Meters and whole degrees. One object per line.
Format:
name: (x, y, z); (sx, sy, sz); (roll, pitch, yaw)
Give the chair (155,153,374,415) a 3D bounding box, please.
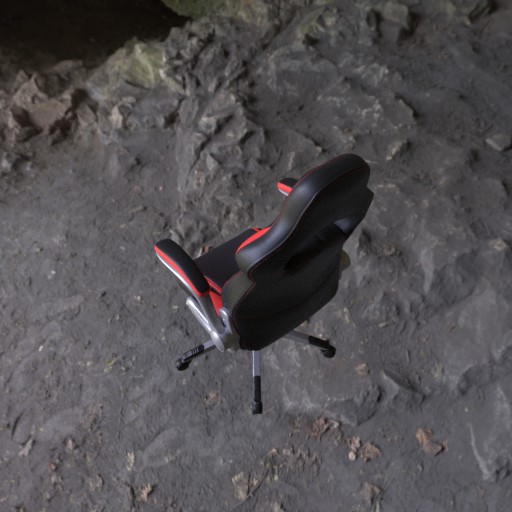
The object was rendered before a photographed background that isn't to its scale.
chair: (0.000, 0.000, 1.688); (0.758, 1.165, 0.712); (-30, 53, -26)
